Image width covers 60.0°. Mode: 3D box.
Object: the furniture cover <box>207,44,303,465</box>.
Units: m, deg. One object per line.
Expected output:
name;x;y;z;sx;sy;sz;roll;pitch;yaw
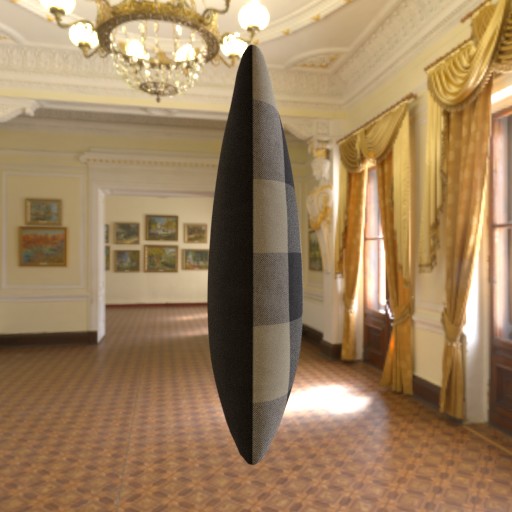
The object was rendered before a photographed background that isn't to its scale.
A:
furniture cover;0.000;0.000;0.784;0.161;0.509;0.511;0;0;1
